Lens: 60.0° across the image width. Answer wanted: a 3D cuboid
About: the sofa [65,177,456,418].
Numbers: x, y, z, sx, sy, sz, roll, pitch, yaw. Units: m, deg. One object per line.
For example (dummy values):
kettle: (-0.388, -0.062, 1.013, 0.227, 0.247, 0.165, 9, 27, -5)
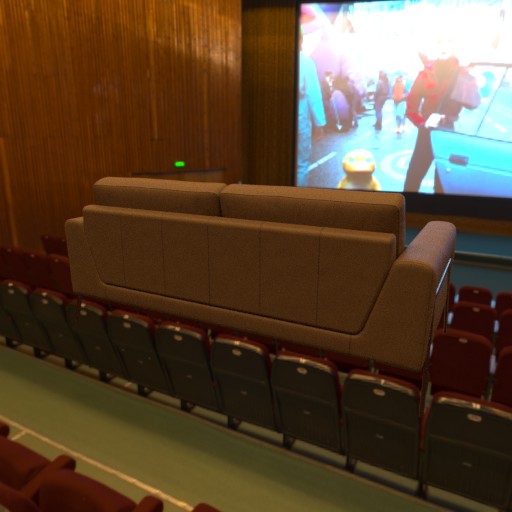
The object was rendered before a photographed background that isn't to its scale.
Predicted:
sofa: (0.000, 0.000, 2.521, 2.017, 0.875, 0.953, 8, 17, 27)
